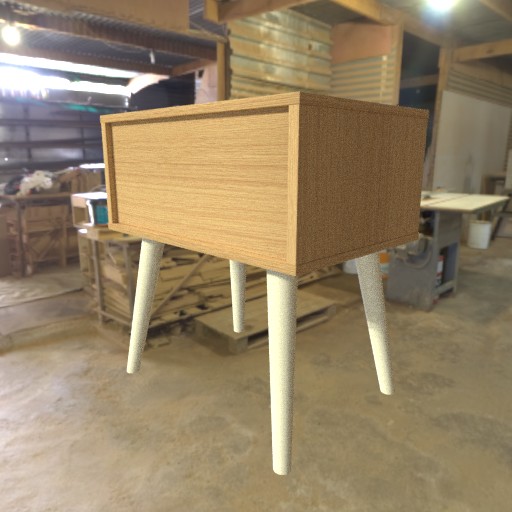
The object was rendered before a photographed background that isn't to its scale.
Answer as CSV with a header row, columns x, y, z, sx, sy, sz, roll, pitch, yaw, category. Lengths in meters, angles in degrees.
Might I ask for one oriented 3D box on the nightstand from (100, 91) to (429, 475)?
x,y,z,sx,sy,sz,roll,pitch,yaw,category
0.000,0.000,0.993,0.407,0.610,0.571,-13,18,-43,nightstand
